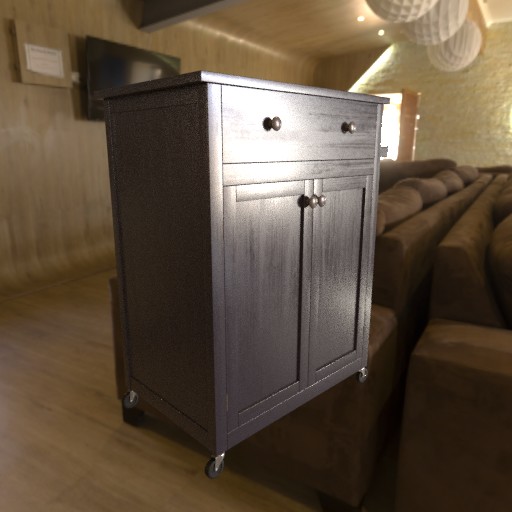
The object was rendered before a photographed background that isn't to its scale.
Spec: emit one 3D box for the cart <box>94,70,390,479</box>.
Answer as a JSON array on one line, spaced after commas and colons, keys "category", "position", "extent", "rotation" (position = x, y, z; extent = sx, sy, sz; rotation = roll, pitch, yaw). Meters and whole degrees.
[{"category": "cart", "position": [0.000, 0.000, 1.278], "extent": [0.690, 0.878, 0.449], "rotation": [-13, 19, -42]}]
